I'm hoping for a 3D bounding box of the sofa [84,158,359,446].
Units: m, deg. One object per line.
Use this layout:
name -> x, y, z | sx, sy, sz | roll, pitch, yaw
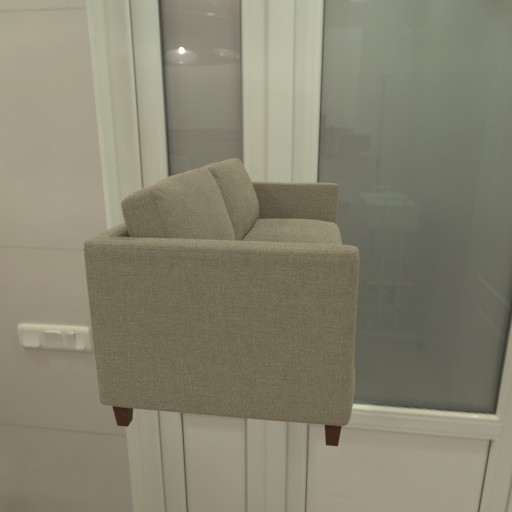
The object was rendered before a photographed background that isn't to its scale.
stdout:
sofa -> 0.000, 0.000, 2.375 | 0.951, 0.947, 1.884 | 2, 16, 8
